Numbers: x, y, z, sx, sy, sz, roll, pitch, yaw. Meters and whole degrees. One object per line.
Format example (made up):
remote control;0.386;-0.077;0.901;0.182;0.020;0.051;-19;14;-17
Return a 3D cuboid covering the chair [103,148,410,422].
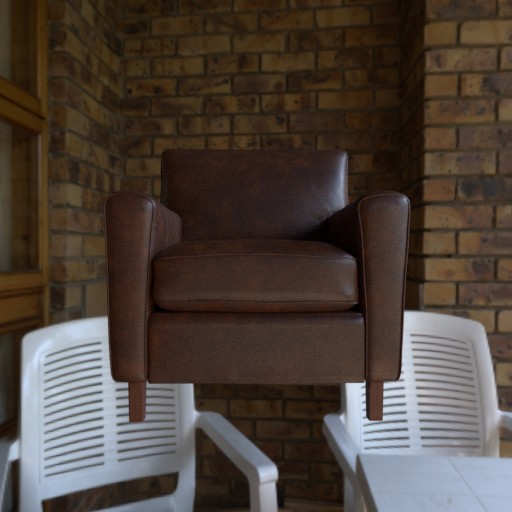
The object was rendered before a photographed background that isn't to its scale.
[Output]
chair;0.000;0.000;1.618;0.870;0.943;0.823;0;0;-1
